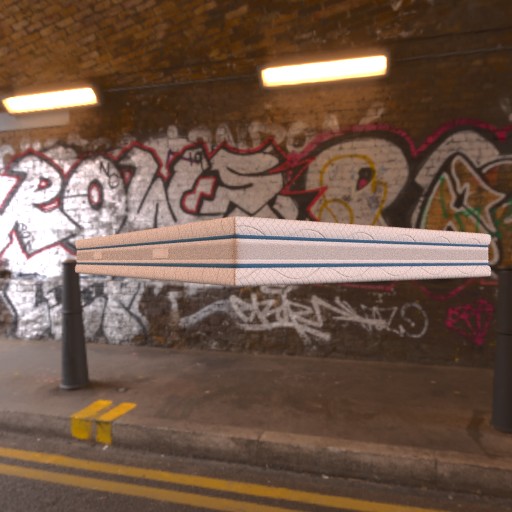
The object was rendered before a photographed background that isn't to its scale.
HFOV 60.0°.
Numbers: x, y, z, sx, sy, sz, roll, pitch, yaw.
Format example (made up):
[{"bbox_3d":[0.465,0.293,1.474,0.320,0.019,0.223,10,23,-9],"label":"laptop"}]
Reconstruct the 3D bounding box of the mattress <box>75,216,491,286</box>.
[{"bbox_3d":[0.000,0.000,2.667,1.600,0.230,2.000,0,-1,-36],"label":"mattress"}]
